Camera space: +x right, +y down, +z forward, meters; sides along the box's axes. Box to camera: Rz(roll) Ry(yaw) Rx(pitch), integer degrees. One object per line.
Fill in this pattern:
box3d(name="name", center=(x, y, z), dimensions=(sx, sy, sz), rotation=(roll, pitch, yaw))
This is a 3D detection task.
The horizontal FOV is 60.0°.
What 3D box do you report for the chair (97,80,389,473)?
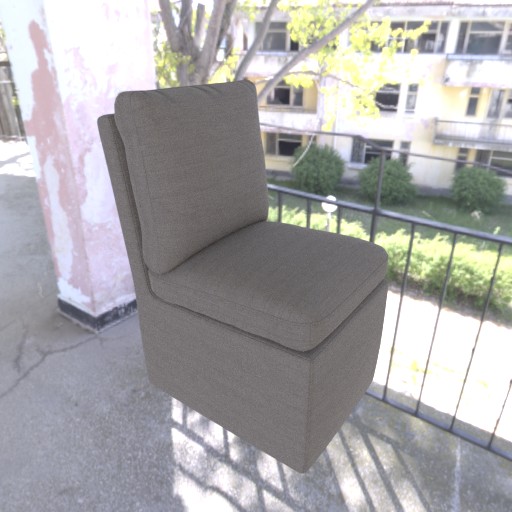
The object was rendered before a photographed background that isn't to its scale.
box3d(name="chair", center=(0.000, 0.000, 1.306), dimensions=(0.698, 0.927, 0.503), rotation=(18, 31, 32))
